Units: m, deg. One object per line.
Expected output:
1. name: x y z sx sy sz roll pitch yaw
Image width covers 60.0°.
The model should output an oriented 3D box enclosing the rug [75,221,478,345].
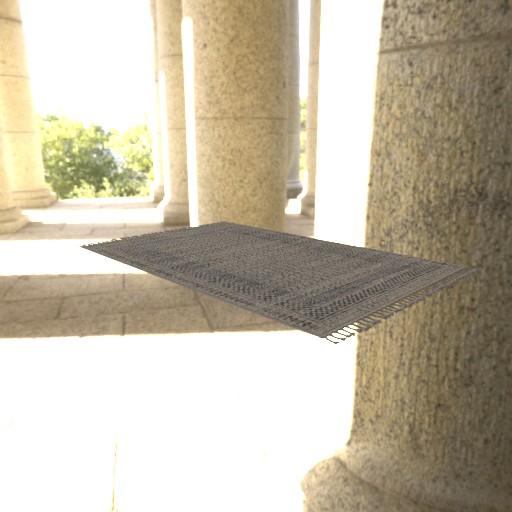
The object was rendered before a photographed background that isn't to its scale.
1. rug: 0.000 0.000 3.122 1.548 0.013 2.486 -14 20 -43
